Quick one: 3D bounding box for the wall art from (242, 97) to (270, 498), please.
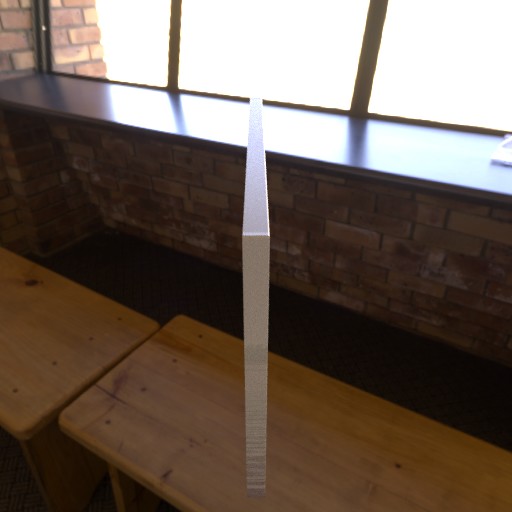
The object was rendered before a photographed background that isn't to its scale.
[{"bbox_3d":[0.000,0.000,1.145,0.037,0.609,0.916,0,31,0],"label":"wall art"}]
